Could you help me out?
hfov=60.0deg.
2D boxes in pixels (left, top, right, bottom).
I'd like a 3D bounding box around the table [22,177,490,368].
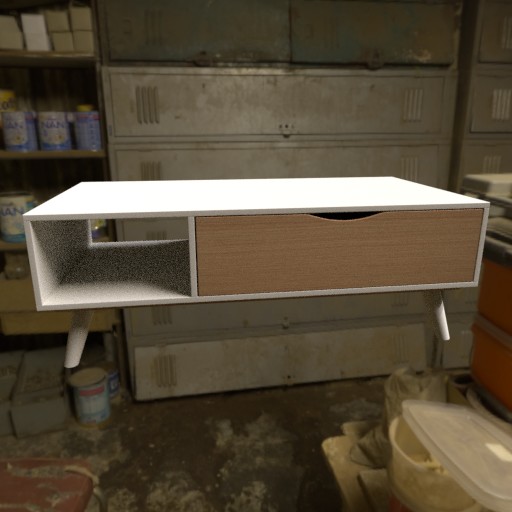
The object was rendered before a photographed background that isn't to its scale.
[{"bbox_3d":[0.000,0.000,1.468,1.194,0.432,0.609,-2,17,-8],"label":"table"}]
